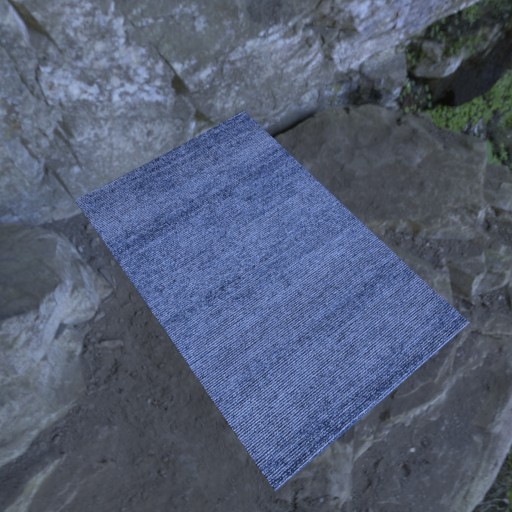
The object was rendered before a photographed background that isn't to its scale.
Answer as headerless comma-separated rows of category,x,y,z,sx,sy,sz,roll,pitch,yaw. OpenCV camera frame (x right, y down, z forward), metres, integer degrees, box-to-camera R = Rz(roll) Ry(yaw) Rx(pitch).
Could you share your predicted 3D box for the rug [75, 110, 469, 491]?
rug,0.000,0.000,2.195,1.135,0.010,1.740,-33,65,-18
